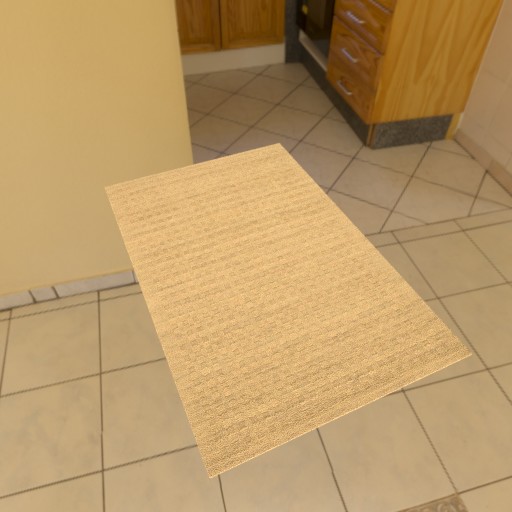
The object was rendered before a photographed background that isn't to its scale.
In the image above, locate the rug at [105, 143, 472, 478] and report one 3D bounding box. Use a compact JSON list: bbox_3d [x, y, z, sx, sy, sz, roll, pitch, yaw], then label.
[{"bbox_3d":[0.000,0.000,2.201,1.142,0.006,1.752,-18,49,-17],"label":"rug"}]
